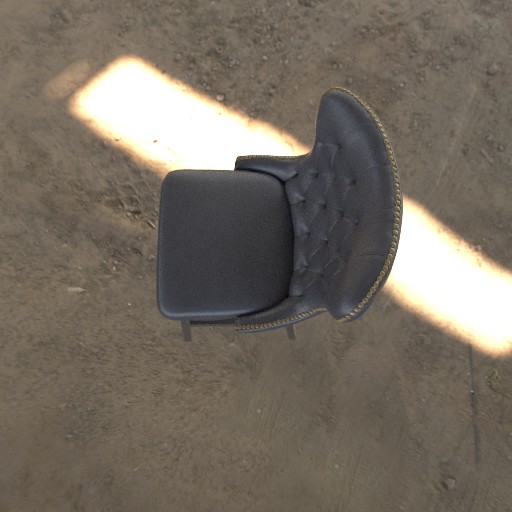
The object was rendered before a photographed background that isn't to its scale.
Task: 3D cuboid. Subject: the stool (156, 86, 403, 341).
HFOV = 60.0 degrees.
[{"bbox_3d":[0.000,0.000,1.394,0.601,1.050,0.528,-1,75,0],"label":"stool"}]
